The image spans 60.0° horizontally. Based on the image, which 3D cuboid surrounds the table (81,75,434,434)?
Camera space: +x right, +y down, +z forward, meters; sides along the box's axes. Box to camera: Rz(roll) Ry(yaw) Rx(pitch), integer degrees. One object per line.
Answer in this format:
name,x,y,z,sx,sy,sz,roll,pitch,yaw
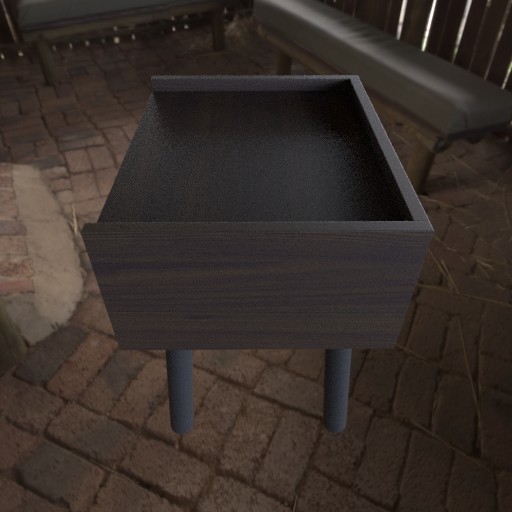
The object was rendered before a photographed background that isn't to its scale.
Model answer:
table,0.000,0.000,0.788,0.370,0.470,0.450,0,42,0
